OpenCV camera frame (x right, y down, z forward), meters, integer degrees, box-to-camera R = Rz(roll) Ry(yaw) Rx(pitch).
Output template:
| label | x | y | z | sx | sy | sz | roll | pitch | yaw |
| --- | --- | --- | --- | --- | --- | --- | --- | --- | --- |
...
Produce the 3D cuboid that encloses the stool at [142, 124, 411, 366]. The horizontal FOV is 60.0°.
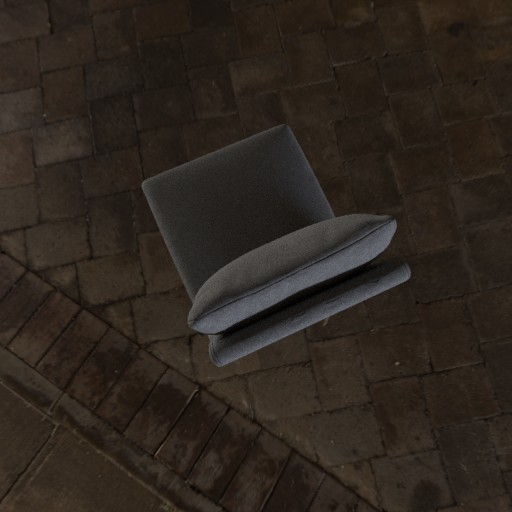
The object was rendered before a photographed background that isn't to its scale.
| label | x | y | z | sx | sy | sz | roll | pitch | yaw |
| --- | --- | --- | --- | --- | --- | --- | --- | --- | --- |
| stool | 0.000 | 0.000 | 1.393 | 0.463 | 1.130 | 0.569 | -24 | 77 | -6 |
